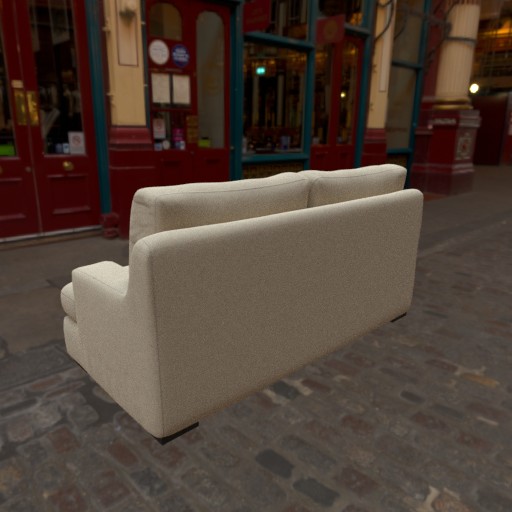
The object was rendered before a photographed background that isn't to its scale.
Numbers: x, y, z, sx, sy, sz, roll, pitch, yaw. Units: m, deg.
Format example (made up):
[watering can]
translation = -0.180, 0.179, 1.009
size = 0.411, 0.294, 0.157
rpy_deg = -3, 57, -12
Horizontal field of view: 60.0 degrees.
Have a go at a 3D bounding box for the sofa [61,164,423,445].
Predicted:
[sofa]
translation = 0.000, 0.000, 2.457
size = 1.885, 0.967, 0.962
rpy_deg = -14, 21, -41
